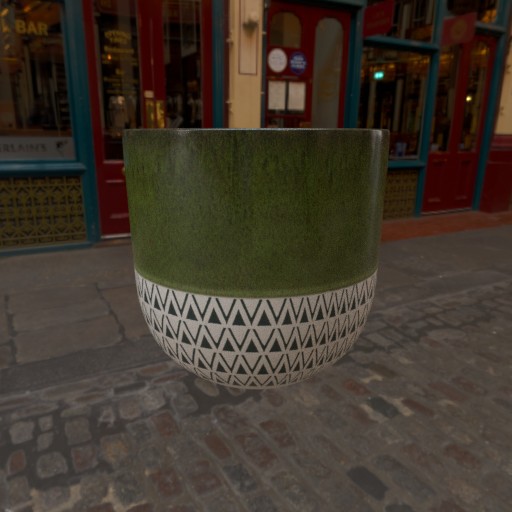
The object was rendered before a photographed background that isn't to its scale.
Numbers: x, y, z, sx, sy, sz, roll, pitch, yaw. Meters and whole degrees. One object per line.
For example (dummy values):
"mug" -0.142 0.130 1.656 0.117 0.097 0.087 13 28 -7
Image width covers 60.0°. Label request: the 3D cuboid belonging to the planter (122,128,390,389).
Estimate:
"planter" 0.000 0.000 0.493 0.266 0.270 0.266 0 15 0
